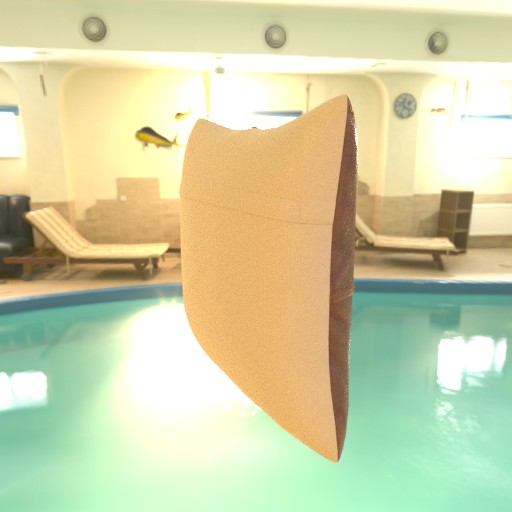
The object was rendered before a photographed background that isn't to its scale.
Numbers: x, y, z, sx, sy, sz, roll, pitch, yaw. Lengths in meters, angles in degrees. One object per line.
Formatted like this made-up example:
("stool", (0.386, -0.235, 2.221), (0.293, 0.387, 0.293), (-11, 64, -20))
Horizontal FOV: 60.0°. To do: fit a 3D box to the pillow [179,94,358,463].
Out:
("pillow", (0.000, 0.000, 0.737), (0.192, 0.470, 0.484), (-7, 15, -27))
